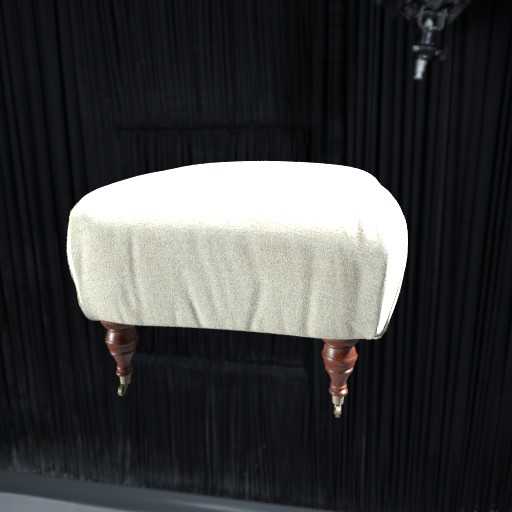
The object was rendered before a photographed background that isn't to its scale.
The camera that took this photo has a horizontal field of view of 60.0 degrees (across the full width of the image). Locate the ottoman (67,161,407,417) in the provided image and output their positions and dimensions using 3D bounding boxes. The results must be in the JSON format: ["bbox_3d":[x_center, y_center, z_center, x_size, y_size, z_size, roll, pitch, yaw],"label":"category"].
[{"bbox_3d":[0.000,0.000,1.106,0.622,0.450,0.747,2,15,9],"label":"ottoman"}]
